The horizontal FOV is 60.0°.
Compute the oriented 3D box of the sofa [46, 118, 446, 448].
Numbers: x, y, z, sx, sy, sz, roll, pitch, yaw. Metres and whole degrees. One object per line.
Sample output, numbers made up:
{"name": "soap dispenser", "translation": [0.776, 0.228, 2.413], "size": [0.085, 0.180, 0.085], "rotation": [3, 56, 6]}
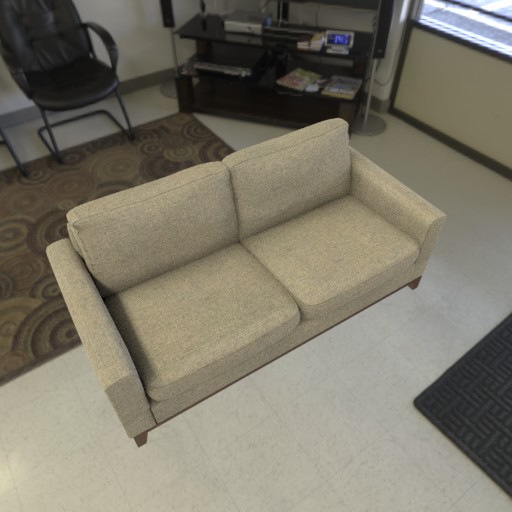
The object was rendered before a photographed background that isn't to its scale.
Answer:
{"name": "sofa", "translation": [0.000, 0.000, 2.476], "size": [1.978, 0.892, 0.969], "rotation": [-24, 51, -22]}
